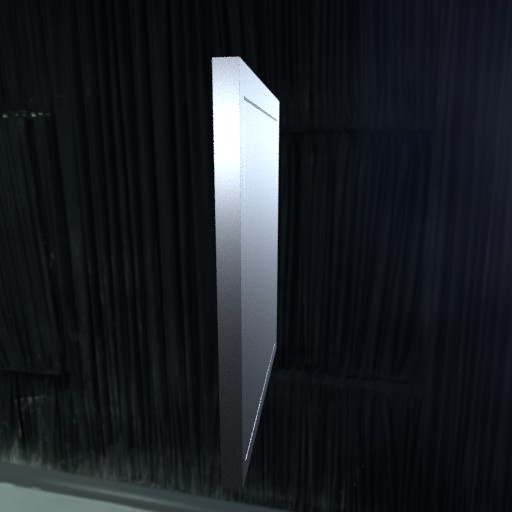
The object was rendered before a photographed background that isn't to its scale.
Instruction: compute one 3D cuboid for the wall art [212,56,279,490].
[{"bbox_3d":[0.000,0.000,0.774,0.031,0.558,0.461,2,14,8],"label":"wall art"}]
